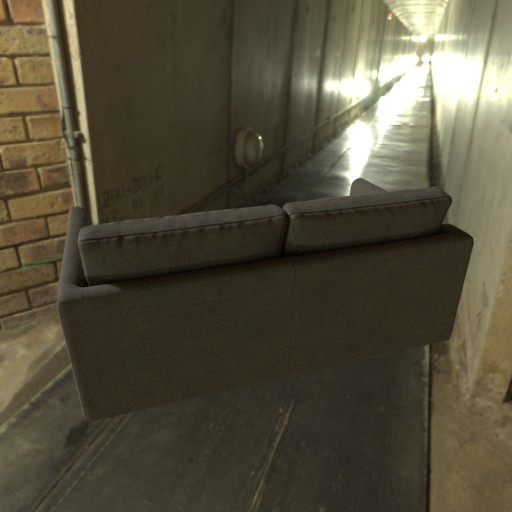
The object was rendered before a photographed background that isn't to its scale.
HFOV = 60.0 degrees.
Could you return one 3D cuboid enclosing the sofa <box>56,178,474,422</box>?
[{"bbox_3d":[0.000,0.000,2.436,1.909,0.845,1.091,-8,27,-16],"label":"sofa"}]
